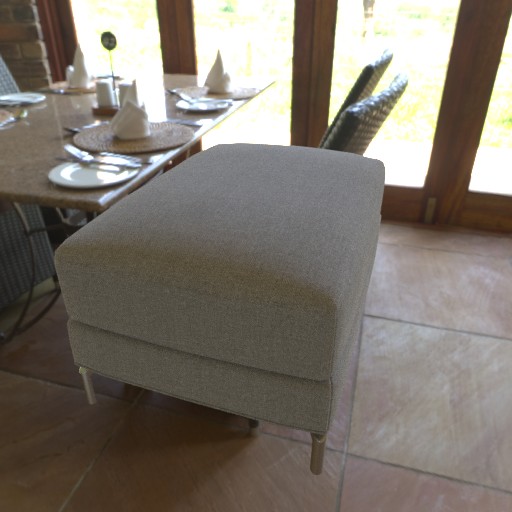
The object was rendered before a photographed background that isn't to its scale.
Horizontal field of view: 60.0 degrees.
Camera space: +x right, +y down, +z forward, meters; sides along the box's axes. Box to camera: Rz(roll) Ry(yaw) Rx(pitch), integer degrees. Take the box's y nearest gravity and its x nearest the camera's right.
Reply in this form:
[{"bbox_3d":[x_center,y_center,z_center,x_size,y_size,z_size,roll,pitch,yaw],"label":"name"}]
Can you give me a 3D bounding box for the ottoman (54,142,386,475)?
[{"bbox_3d":[0.000,0.000,1.169,0.584,0.457,0.838,10,31,17],"label":"ottoman"}]
